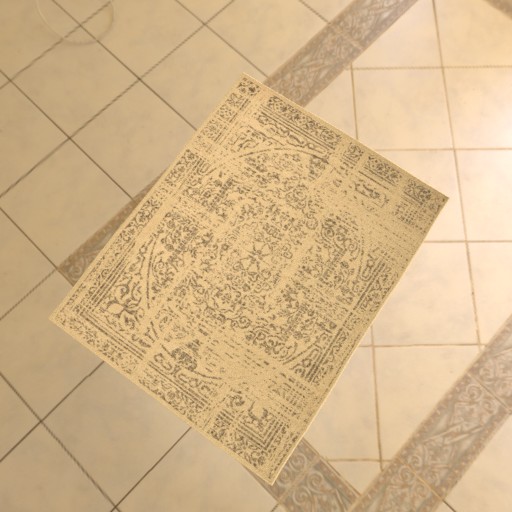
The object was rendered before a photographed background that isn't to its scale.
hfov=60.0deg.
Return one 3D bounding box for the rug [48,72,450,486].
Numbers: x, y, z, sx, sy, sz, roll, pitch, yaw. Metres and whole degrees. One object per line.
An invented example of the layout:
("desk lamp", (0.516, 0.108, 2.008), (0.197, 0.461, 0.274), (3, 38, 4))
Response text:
("rug", (0.000, 0.000, 3.892), (2.311, 0.032, 2.921), (34, 79, 8))
